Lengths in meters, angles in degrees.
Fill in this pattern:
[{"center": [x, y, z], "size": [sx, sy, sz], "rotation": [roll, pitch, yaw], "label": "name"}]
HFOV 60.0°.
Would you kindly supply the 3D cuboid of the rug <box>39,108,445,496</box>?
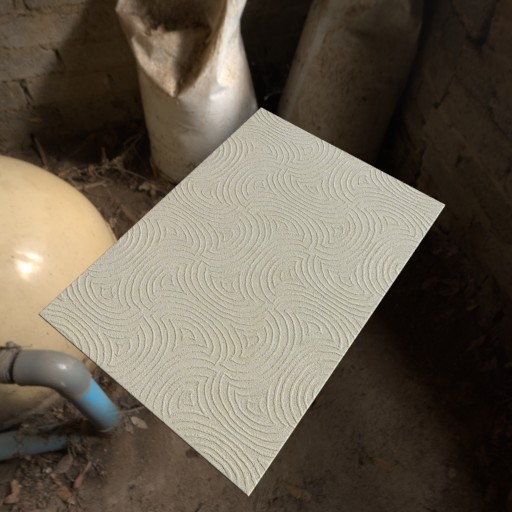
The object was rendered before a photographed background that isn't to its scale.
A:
[{"center": [0.000, 0.000, 2.742], "size": [1.526, 0.015, 2.132], "rotation": [33, 65, 18], "label": "rug"}]
